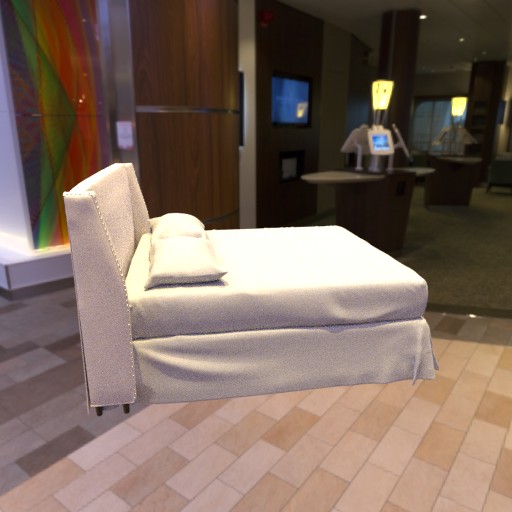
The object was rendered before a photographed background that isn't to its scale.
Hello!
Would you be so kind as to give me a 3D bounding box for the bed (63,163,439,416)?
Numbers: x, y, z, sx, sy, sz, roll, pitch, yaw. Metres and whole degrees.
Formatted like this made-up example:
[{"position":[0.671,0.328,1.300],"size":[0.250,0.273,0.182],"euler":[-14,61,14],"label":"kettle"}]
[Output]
[{"position":[0.000,0.000,3.443],"size":[2.276,1.332,1.925],"euler":[-3,17,-9],"label":"bed"}]
